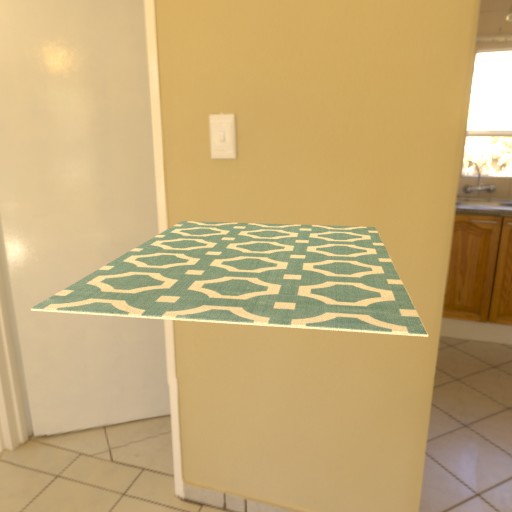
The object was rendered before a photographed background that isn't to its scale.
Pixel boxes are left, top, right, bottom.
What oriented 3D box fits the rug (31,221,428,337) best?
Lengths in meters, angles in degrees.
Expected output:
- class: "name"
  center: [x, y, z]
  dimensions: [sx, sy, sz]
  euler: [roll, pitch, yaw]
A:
- class: "rug"
  center: [0.000, 0.000, 4.131]
  dimensions: [2.466, 0.021, 3.049]
  euler: [2, 15, 9]
